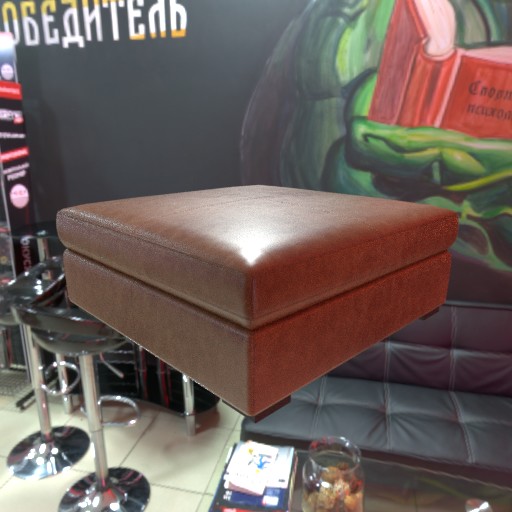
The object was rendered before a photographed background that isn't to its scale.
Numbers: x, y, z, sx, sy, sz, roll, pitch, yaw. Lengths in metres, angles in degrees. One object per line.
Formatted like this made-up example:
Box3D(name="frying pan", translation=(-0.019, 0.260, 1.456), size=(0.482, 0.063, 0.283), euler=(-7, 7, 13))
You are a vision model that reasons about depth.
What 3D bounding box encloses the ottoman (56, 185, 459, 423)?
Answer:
Box3D(name="ottoman", translation=(0.000, 0.000, 1.832), size=(1.168, 0.483, 1.169), euler=(-15, 21, -42))
